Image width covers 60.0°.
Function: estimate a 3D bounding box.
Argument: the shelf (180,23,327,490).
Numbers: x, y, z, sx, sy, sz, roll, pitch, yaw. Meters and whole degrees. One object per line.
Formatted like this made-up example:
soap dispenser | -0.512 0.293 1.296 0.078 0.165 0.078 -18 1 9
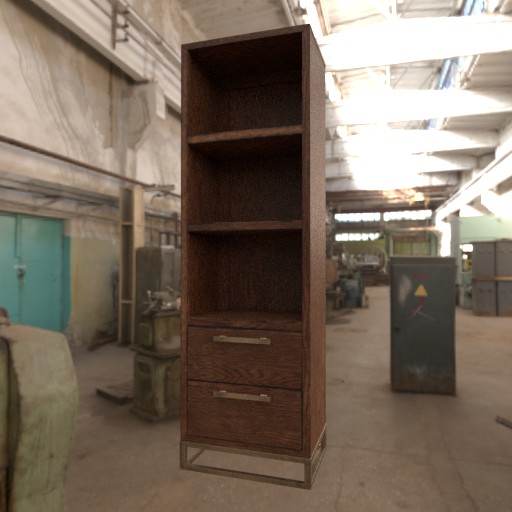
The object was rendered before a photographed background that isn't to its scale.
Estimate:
shelf | 0.000 0.000 1.892 0.539 1.732 0.395 0 -1 18
